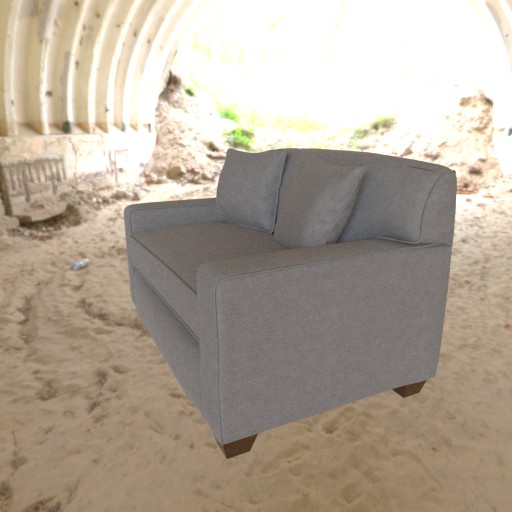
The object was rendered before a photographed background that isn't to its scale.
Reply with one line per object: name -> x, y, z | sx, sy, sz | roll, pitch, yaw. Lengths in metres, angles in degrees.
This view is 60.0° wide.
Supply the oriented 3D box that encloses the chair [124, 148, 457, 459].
chair -> 0.000, 0.000, 2.059 | 0.992, 0.953, 1.395 | -8, 18, -25
